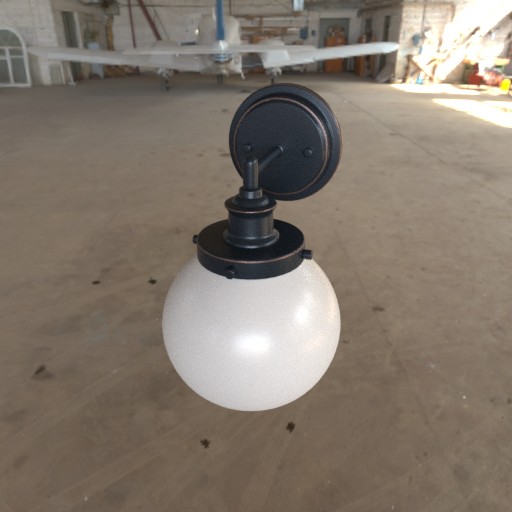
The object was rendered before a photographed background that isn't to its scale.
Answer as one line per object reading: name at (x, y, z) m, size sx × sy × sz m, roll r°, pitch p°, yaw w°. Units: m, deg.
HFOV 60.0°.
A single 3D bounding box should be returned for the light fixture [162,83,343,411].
light fixture at (0.000, 0.000, 0.481) m, size 0.197 × 0.332 × 0.230 m, roll 8°, pitch 28°, yaw 16°
